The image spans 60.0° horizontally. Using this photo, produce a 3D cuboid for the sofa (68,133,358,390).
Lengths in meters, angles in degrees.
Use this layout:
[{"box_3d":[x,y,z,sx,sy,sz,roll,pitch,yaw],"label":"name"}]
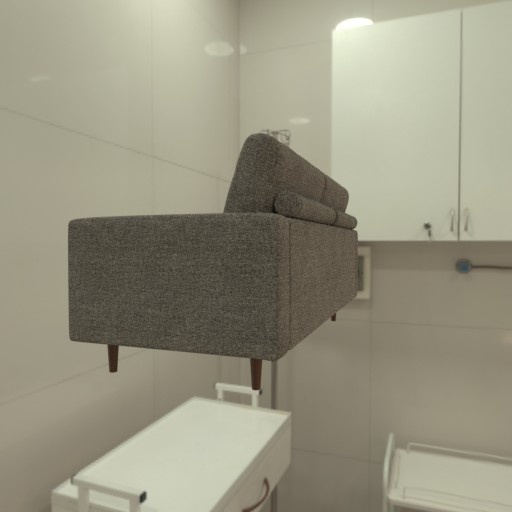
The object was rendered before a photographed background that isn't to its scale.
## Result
[{"box_3d":[0.000,0.000,2.355,0.863,0.902,1.821,1,2,20],"label":"sofa"}]
